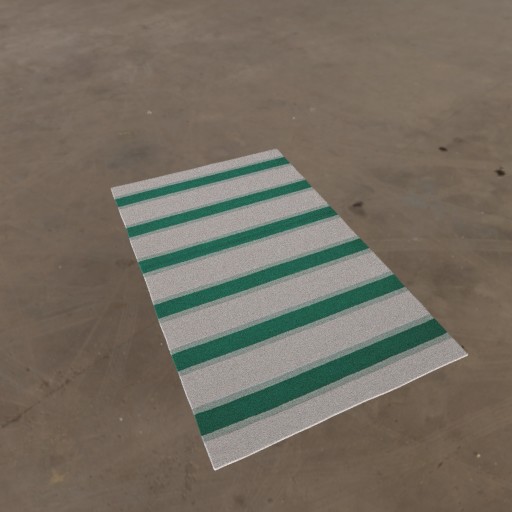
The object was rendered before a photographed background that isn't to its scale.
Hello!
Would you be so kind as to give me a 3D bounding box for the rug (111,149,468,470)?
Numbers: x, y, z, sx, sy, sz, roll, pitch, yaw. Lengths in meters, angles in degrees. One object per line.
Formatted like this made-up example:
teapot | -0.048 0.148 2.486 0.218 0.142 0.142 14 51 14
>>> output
rug | 0.000 0.000 3.058 1.521 0.015 2.436 -17 47 -17
